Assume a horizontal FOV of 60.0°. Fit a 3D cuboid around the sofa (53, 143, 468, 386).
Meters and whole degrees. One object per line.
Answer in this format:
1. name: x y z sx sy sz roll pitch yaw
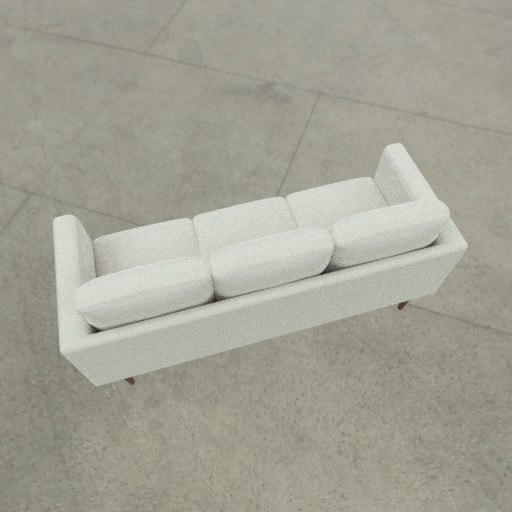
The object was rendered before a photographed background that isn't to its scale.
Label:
1. sofa: 0.000 0.000 2.496 2.029 0.912 0.802 -14 59 -9
